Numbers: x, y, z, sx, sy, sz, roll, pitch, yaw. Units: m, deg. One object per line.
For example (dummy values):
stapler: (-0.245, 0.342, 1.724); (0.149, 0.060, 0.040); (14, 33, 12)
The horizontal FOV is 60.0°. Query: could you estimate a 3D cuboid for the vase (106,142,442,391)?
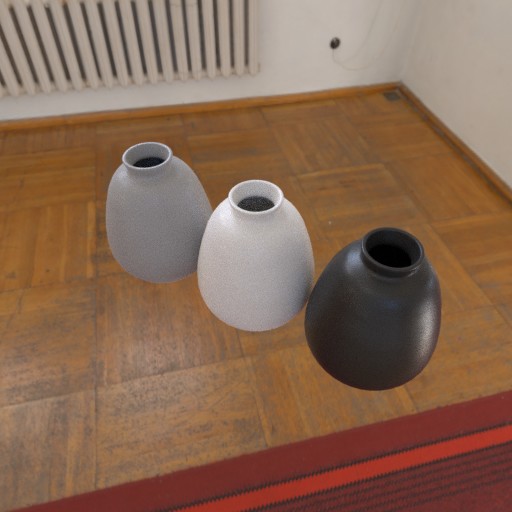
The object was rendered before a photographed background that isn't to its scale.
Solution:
vase: (0.000, 0.000, 0.357); (0.297, 0.122, 0.097); (23, 50, 21)
